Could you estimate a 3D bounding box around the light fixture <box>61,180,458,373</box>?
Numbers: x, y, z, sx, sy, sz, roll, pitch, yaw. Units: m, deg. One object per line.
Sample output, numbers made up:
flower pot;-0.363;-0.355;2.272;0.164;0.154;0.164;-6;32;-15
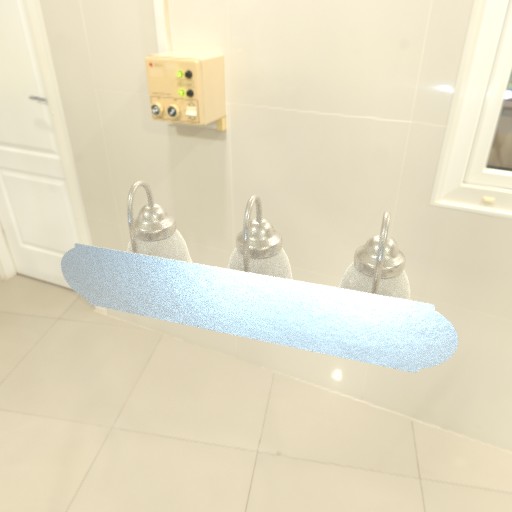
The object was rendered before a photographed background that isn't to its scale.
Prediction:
light fixture;0.000;0.000;0.721;0.610;0.222;0.199;9;32;15
